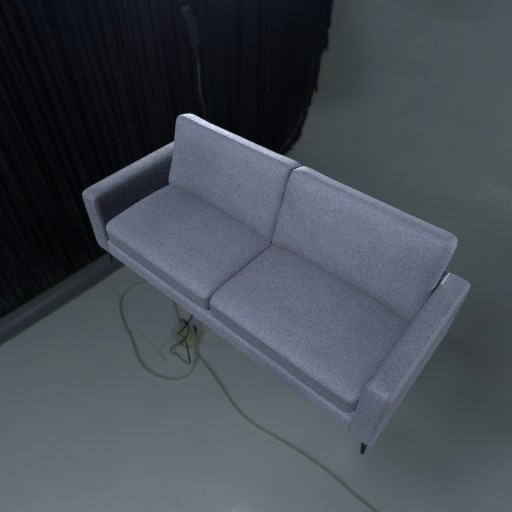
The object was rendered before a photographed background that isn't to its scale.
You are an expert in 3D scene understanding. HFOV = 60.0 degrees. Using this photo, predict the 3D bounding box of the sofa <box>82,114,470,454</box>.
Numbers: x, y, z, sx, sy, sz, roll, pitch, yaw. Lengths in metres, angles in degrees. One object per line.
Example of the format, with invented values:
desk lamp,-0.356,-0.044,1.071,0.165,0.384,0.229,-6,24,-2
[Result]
sofa,0.000,0.000,2.346,1.925,0.828,0.774,31,53,27
